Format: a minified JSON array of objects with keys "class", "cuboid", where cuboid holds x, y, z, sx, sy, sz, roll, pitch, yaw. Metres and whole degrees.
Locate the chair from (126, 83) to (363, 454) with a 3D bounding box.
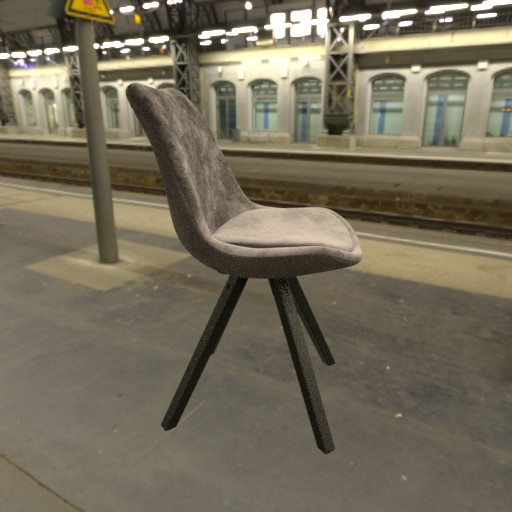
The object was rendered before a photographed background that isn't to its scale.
[{"class":"chair","cuboid":[0.000,0.000,1.180,0.550,0.850,0.485,3,18,9]}]
